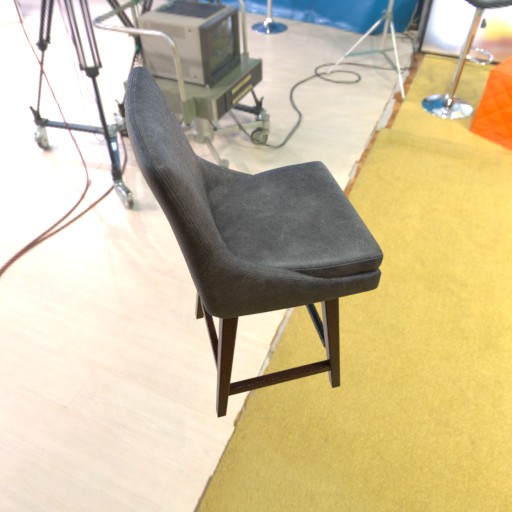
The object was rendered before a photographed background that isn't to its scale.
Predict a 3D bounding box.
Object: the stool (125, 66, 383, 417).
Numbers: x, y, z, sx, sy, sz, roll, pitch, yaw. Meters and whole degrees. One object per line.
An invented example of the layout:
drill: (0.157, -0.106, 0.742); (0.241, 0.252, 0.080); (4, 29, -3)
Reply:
stool: (0.000, 0.000, 1.367); (0.587, 1.046, 0.492); (-11, 46, -11)
